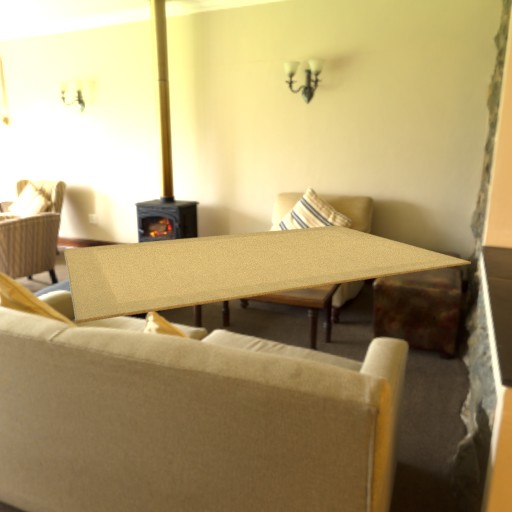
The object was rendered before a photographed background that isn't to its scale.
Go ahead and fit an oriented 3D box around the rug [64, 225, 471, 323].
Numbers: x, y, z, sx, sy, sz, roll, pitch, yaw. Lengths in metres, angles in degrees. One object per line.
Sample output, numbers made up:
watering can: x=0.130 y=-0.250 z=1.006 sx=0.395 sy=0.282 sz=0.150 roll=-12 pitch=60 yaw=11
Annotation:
rug: x=0.000 y=0.000 z=3.109 sx=2.438 sy=0.014 sz=1.524 roll=-6 pitch=15 yaw=-24
